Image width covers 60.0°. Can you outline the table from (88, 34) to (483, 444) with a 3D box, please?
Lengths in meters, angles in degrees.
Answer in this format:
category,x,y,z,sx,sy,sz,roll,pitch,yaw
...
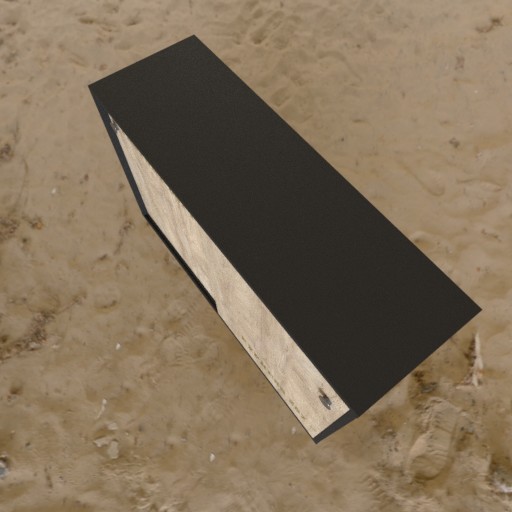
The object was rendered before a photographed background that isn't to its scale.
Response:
category,x,y,z,sx,sy,sz,roll,pitch,yaw
table,0.000,0.000,1.563,0.400,0.855,1.200,-34,68,-16
